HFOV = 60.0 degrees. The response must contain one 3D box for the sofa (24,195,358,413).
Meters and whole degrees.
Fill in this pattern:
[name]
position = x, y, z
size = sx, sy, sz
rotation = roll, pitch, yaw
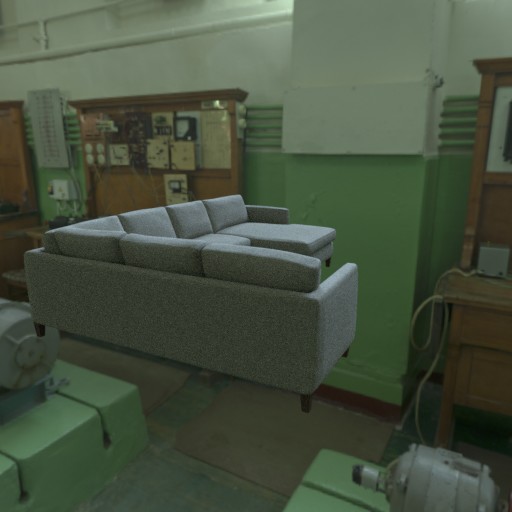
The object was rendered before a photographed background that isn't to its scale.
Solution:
[sofa]
position = 0.000, 0.000, 4.598
size = 2.593, 0.959, 3.460
rotation = 7, 15, 26
